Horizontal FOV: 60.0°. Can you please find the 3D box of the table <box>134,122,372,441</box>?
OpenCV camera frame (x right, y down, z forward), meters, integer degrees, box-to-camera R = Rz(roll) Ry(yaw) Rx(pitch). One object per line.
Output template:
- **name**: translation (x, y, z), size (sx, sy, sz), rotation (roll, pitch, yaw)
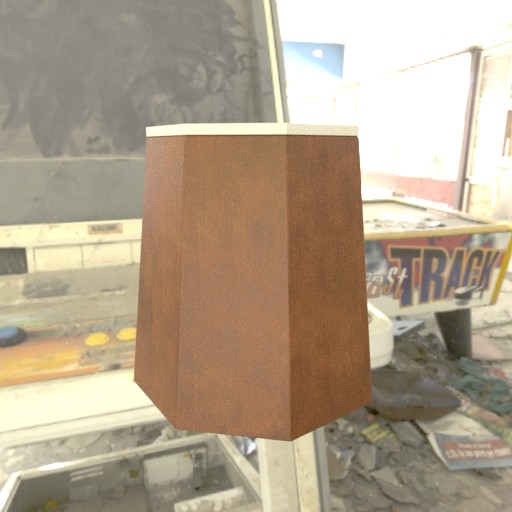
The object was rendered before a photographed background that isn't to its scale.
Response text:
- **table**: translation (0.000, 0.000, 0.824), size (0.439, 0.457, 0.439), rotation (2, 14, 8)
